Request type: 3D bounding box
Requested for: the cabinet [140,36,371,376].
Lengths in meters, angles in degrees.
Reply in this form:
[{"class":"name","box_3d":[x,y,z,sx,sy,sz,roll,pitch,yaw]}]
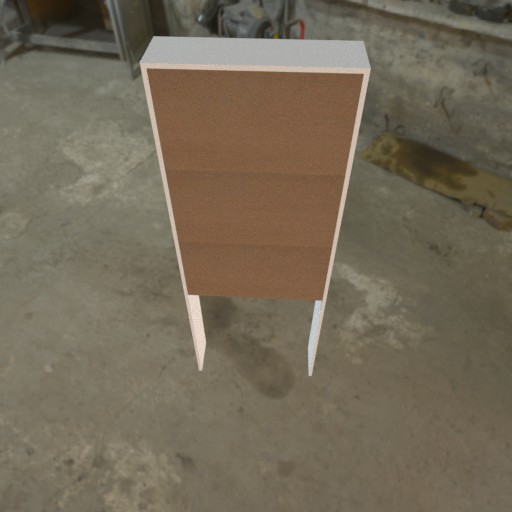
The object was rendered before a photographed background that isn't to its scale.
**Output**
[{"class":"cabinet","box_3d":[0.000,0.000,1.947,0.643,1.770,0.192,2,47,2]}]
